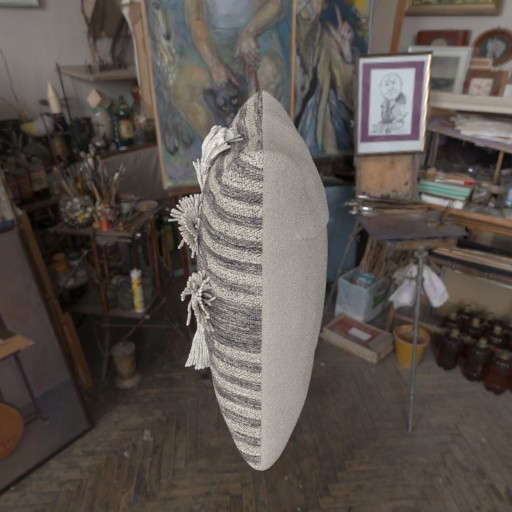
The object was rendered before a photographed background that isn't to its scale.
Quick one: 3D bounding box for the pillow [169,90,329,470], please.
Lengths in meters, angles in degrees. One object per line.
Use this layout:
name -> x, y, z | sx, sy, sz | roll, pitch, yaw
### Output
pillow -> 0.000, 0.000, 0.772 | 0.234, 0.490, 0.484 | 0, 27, 1
